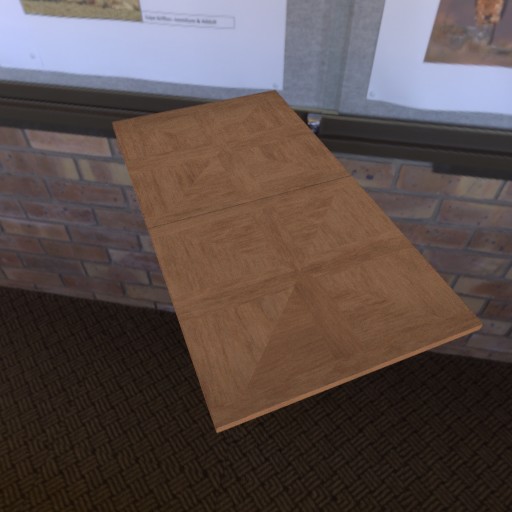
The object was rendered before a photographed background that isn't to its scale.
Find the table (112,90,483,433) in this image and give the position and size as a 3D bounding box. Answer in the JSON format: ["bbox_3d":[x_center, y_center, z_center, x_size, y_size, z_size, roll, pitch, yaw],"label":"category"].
[{"bbox_3d":[0.000,0.000,2.346,1.016,0.768,1.881,-16,50,-15],"label":"table"}]
